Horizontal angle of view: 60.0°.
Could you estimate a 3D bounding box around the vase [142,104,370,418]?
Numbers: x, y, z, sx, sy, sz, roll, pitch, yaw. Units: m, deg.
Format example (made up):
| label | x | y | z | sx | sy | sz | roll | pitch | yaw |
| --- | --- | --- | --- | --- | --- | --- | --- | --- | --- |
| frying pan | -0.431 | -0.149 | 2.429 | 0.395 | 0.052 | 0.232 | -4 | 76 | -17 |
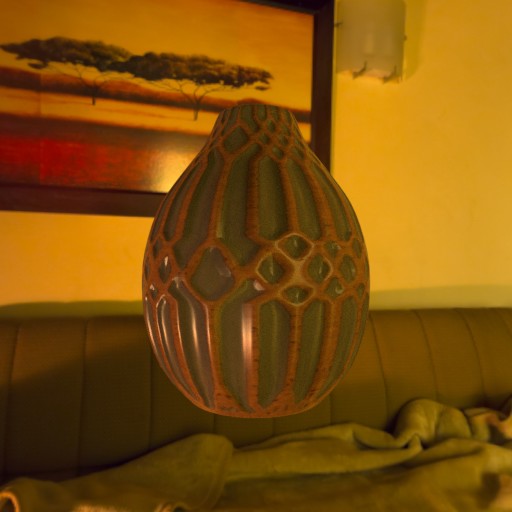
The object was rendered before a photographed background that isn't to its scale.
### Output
| label | x | y | z | sx | sy | sz | roll | pitch | yaw |
| --- | --- | --- | --- | --- | --- | --- | --- | --- | --- |
| vase | 0.000 | 0.000 | 0.138 | 0.069 | 0.088 | 0.069 | 0 | -1 | 0 |
